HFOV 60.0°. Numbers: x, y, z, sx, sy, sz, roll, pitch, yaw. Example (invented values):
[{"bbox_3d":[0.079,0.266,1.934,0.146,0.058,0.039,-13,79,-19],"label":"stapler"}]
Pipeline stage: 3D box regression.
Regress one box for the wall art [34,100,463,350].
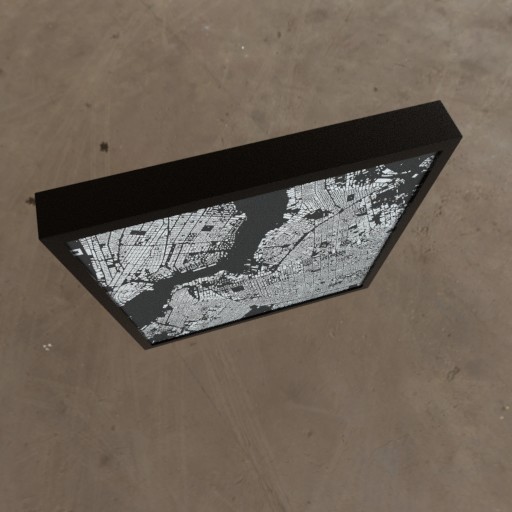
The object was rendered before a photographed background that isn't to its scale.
[{"bbox_3d":[0.000,0.000,0.443,0.299,0.299,0.037,-15,66,-7],"label":"wall art"}]
